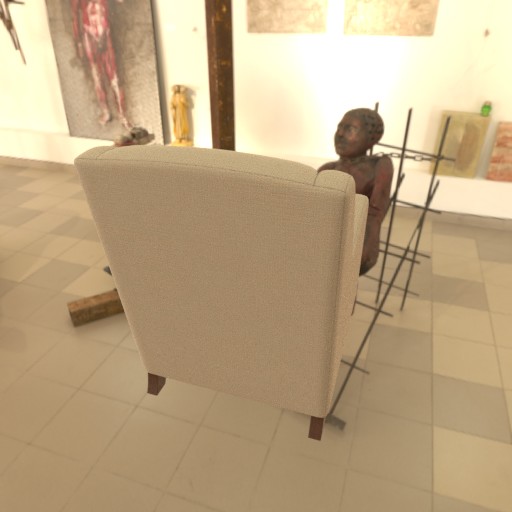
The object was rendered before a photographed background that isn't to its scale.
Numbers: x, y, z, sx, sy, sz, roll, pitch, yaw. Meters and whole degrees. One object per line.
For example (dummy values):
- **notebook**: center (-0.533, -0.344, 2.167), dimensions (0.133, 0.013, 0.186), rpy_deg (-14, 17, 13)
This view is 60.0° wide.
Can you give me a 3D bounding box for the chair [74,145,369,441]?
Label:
- **chair**: center (0.000, 0.000, 1.641), dimensions (0.715, 1.017, 0.896), rpy_deg (10, 32, 16)
